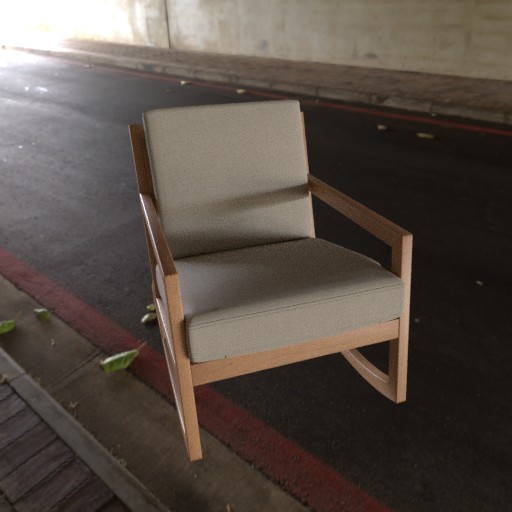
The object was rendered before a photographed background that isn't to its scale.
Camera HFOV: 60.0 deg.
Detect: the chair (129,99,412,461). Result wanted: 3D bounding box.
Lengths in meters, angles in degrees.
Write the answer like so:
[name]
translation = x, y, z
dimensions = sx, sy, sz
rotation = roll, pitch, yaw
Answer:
[chair]
translation = 0.000, 0.000, 1.385
dimensions = 0.622, 0.790, 0.857
rotation = -9, 32, -15
